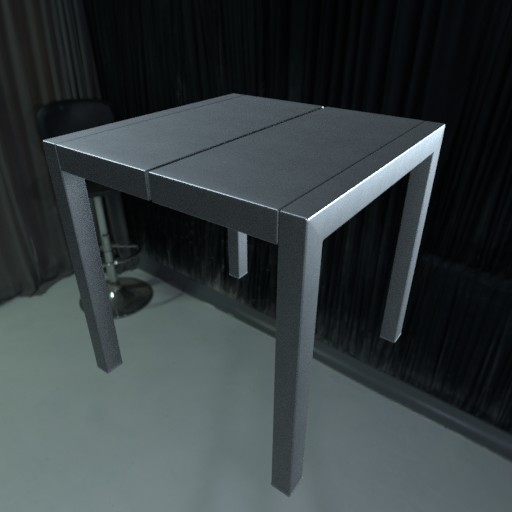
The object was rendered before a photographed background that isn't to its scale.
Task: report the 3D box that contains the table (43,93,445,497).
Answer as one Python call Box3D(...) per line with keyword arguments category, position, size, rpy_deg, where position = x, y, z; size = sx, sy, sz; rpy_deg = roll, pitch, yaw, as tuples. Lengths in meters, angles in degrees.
Box3D(category="table", position=(0.000, 0.000, 0.907), size=(0.508, 0.508, 0.508), rpy_deg=(20, 36, 31))
